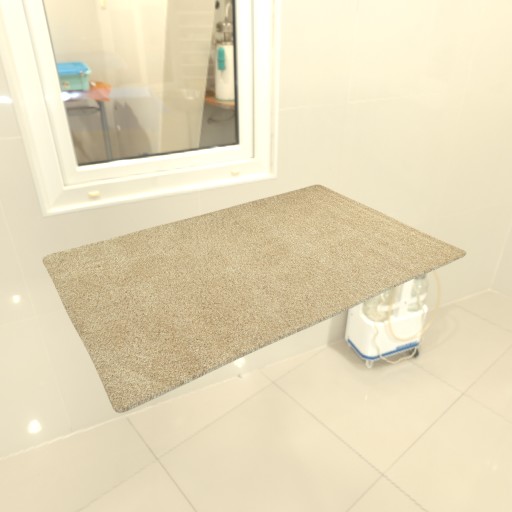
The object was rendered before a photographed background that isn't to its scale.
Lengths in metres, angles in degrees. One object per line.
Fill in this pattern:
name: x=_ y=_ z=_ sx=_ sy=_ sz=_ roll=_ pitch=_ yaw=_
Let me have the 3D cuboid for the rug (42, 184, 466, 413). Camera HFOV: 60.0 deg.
rug: x=0.000 y=0.000 z=2.888 sx=2.349 sy=0.025 sz=1.500 roll=-18 pitch=35 yaw=-29
